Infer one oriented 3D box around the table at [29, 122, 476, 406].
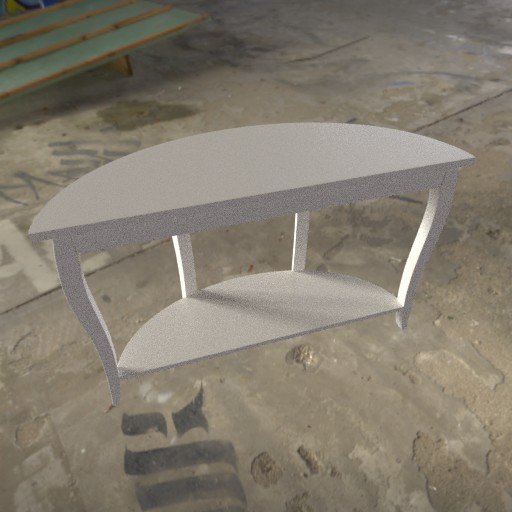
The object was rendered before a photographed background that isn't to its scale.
[{"bbox_3d":[0.000,0.000,1.556,1.219,0.780,0.394,-11,43,-13],"label":"table"}]
